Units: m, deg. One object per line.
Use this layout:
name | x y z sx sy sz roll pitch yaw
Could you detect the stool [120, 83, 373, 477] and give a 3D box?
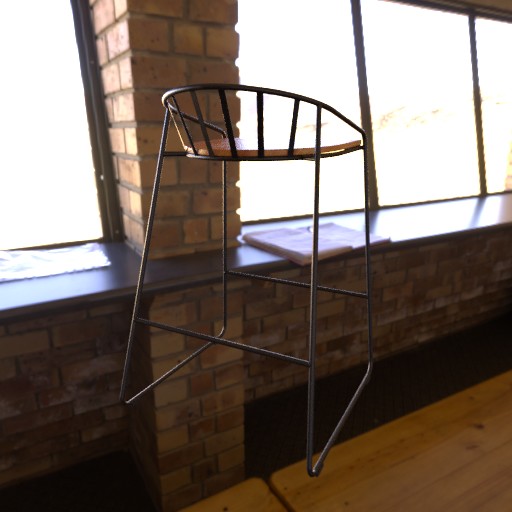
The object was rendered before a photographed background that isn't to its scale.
stool | 0.000 0.000 1.164 0.546 0.812 0.521 8 18 27
